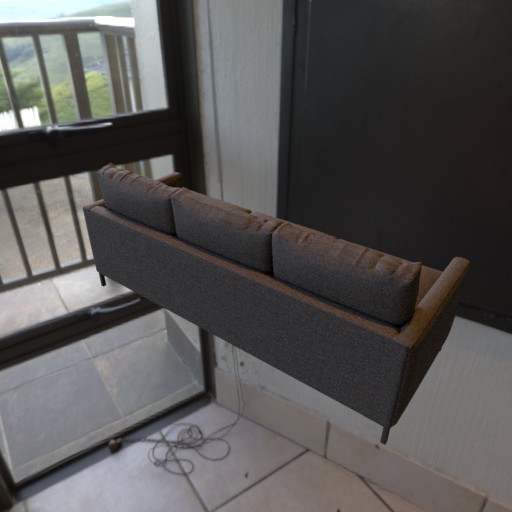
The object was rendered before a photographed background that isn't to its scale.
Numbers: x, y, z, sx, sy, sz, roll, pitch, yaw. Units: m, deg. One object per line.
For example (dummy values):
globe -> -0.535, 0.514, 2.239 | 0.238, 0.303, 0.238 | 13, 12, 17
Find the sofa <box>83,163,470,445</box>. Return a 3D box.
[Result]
sofa -> 0.000, 0.000, 2.718 | 2.253, 0.882, 0.876 | 21, 37, 32
